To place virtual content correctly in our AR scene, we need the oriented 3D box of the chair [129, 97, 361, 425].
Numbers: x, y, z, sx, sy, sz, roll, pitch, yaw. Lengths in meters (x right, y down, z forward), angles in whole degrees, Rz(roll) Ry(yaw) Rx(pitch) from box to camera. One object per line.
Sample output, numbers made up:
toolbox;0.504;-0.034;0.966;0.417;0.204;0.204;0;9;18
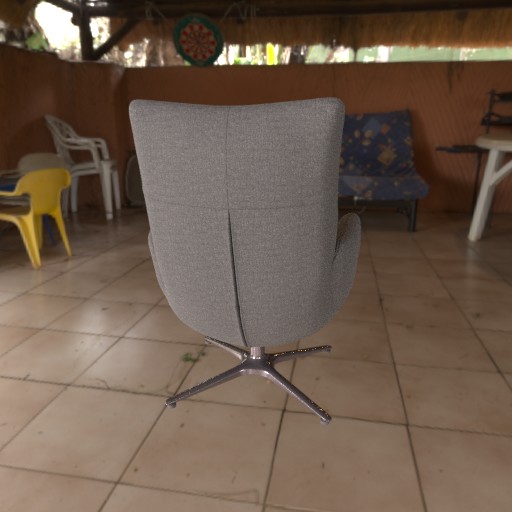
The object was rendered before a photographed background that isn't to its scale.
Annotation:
chair;0.000;0.000;1.528;0.702;0.984;0.831;3;16;9
